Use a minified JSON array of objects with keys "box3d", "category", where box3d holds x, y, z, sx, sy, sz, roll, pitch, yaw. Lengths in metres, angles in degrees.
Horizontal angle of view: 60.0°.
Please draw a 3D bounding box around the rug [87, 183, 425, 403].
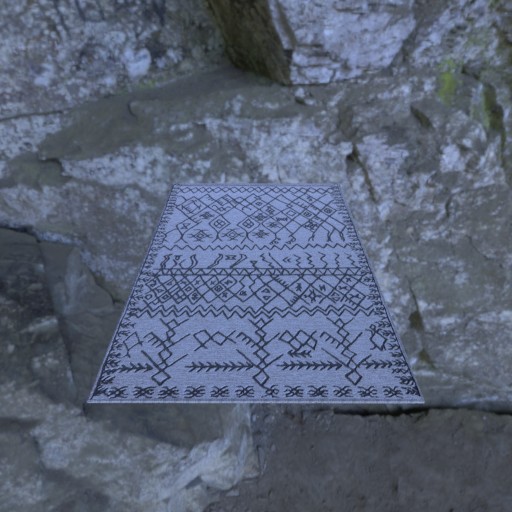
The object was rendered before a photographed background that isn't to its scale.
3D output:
[{"box3d":[0.000,0.000,3.025,1.526,0.012,2.444,0,33,0],"category":"rug"}]
